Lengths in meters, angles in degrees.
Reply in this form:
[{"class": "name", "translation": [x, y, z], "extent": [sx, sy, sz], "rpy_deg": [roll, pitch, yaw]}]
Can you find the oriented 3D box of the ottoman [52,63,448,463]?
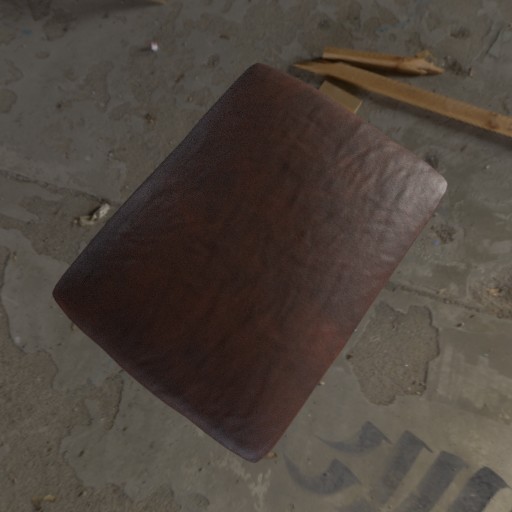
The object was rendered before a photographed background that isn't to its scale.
[{"class": "ottoman", "translation": [0.000, 0.000, 1.275], "extent": [0.659, 0.527, 0.887], "rpy_deg": [36, 77, 9]}]
